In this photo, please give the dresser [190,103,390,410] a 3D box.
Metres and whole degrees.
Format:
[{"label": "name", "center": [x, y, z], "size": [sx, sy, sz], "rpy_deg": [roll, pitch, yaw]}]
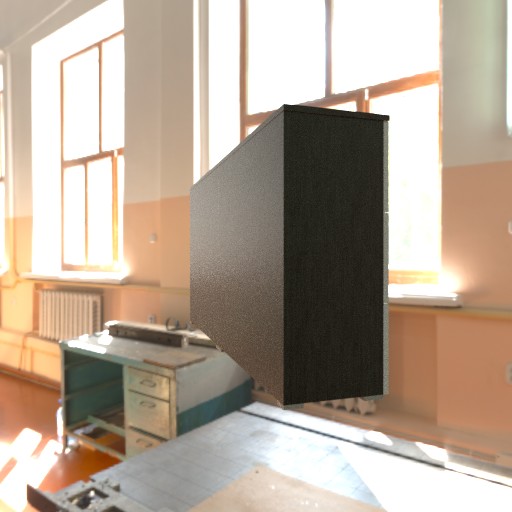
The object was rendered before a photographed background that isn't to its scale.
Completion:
[{"label": "dresser", "center": [0.000, 0.000, 1.922], "size": [0.333, 0.790, 1.535], "rpy_deg": [0, 0, -17]}]
